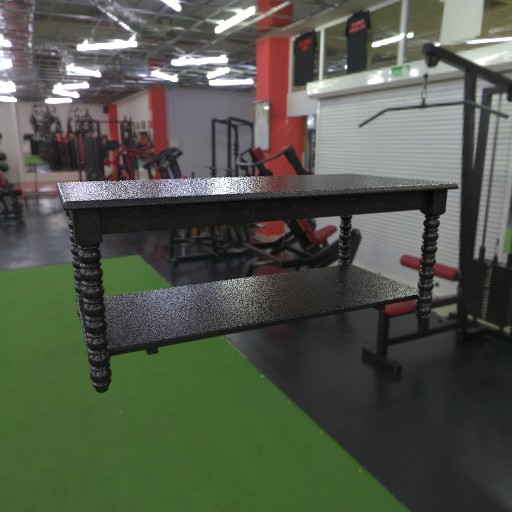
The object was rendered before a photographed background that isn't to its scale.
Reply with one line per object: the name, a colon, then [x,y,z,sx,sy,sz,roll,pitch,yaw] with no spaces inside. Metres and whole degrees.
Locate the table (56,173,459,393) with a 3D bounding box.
table: [0.000,0.000,1.489,1.171,0.487,0.580,-6,15,-24]
